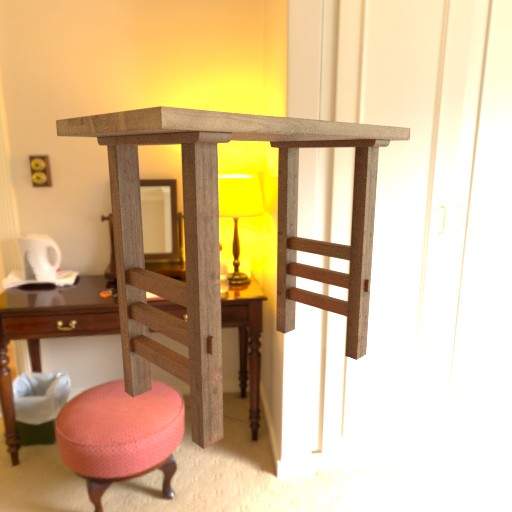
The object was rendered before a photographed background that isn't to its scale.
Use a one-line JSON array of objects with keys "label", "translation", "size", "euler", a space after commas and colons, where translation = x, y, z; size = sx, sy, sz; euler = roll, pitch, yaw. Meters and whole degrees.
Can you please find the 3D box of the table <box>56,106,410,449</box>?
[{"label": "table", "translation": [0.000, 0.000, 1.605], "size": [1.119, 0.914, 0.556], "euler": [-13, 18, -44]}]
